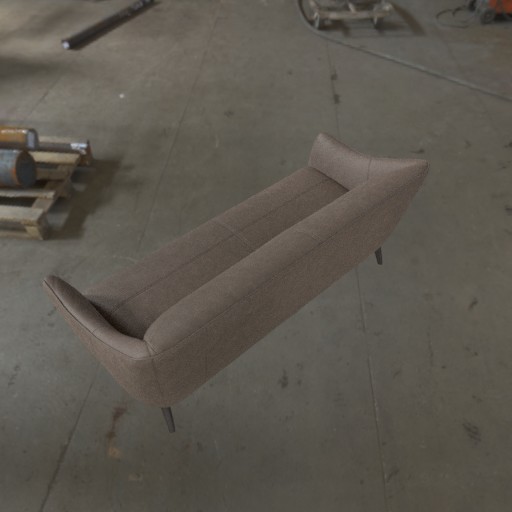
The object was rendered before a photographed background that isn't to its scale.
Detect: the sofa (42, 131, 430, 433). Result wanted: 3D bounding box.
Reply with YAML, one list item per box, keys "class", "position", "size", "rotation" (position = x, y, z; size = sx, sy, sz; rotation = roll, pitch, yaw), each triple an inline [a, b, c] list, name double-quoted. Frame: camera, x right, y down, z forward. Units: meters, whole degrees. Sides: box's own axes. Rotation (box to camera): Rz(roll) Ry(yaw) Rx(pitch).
- class: "sofa"
  position: [0.000, 0.000, 2.395]
  size: [1.928, 0.831, 0.869]
  rotation: [-33, 55, -28]
